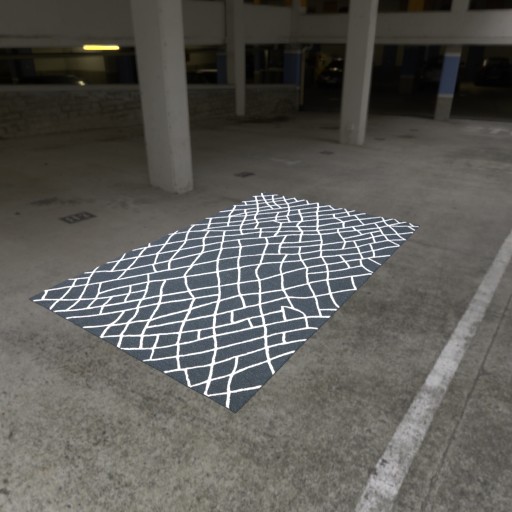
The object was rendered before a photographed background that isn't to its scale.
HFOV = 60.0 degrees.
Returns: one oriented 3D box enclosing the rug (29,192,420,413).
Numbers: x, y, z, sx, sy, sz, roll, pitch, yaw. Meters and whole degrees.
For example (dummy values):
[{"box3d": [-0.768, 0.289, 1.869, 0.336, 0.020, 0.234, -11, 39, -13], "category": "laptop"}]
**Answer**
[{"box3d": [0.000, 0.000, 3.084, 1.529, 0.017, 2.448, 17, 31, 31], "category": "rug"}]
